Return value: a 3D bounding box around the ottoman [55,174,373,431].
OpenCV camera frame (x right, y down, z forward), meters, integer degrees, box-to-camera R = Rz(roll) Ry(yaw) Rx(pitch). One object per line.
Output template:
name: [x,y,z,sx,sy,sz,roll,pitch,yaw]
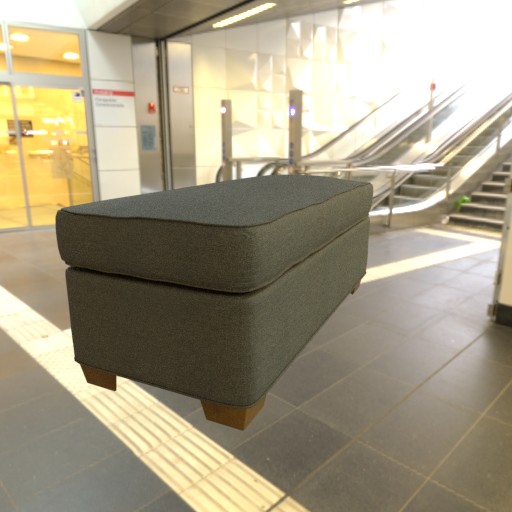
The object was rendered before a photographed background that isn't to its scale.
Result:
ottoman: [0.000,0.000,1.408,0.515,0.460,1.110,7,16,25]
